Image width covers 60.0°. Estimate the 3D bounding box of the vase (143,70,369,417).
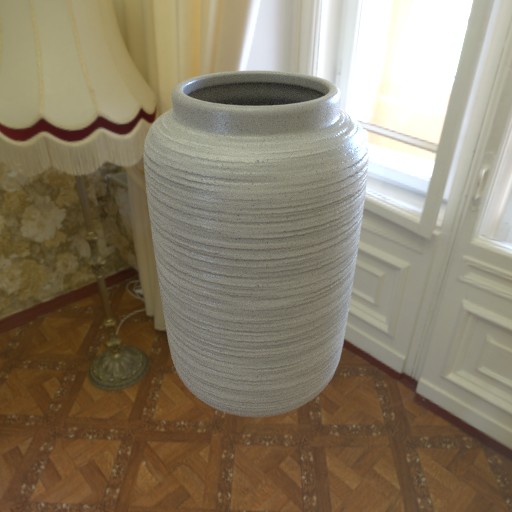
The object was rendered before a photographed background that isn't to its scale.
[{"bbox_3d":[0.000,0.000,0.458,0.202,0.335,0.202,0,33,0],"label":"vase"}]
